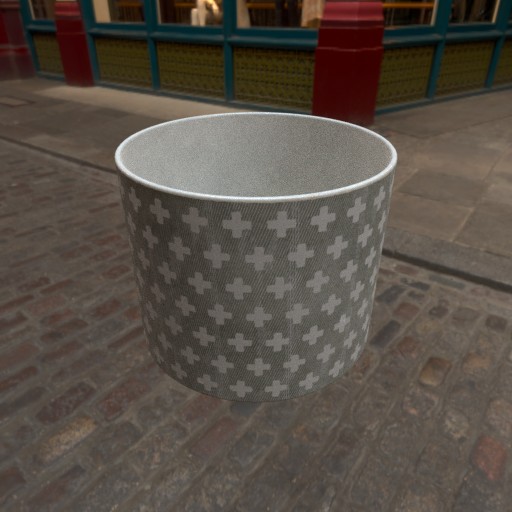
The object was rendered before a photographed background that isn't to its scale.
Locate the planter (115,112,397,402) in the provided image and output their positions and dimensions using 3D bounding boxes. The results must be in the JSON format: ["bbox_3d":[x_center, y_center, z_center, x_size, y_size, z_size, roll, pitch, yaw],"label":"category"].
[{"bbox_3d":[0.000,0.000,0.467,0.250,0.239,0.250,0,31,0],"label":"planter"}]
